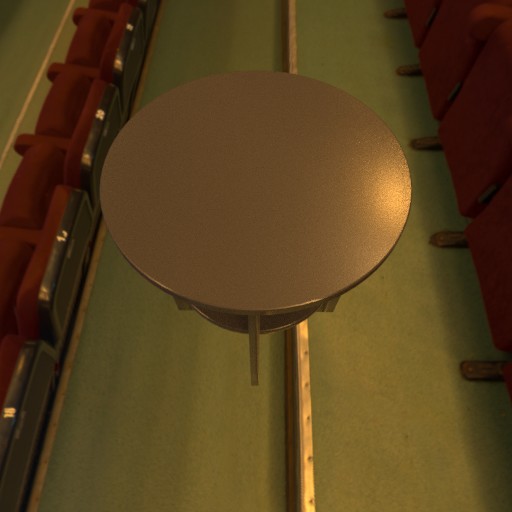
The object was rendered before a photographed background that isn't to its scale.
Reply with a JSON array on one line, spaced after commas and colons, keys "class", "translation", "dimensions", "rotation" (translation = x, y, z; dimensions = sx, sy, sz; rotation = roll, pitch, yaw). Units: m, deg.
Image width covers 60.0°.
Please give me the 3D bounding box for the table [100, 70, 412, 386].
[{"class": "table", "translation": [0.000, 0.000, 0.954], "dimensions": [0.500, 0.550, 0.500], "rotation": [0, 59, 0]}]
